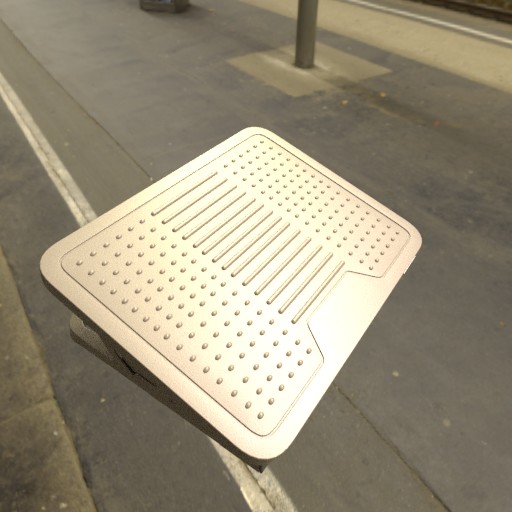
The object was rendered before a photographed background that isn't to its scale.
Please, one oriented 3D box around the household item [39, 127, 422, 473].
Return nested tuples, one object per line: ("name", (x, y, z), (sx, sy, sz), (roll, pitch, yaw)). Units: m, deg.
("household item", (0.000, 0.000, 0.530), (0.301, 0.126, 0.390), (25, 46, 26))
